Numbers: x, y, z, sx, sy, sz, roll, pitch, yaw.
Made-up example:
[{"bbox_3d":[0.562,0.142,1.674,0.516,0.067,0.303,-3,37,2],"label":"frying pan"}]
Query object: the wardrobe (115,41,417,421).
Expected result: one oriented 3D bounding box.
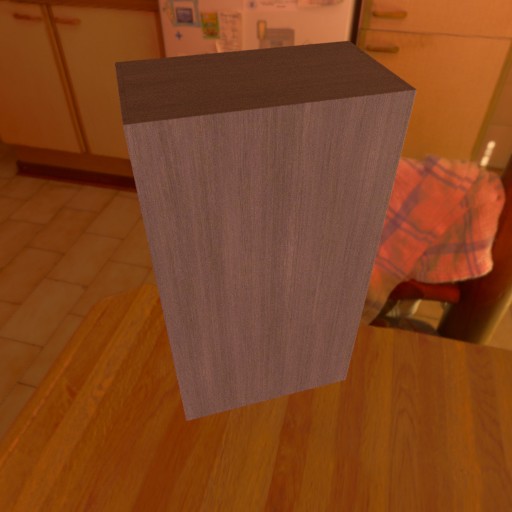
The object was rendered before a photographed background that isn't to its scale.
[{"bbox_3d":[0.000,0.000,2.239,0.991,1.808,0.577,-11,43,-12],"label":"wardrobe"}]
